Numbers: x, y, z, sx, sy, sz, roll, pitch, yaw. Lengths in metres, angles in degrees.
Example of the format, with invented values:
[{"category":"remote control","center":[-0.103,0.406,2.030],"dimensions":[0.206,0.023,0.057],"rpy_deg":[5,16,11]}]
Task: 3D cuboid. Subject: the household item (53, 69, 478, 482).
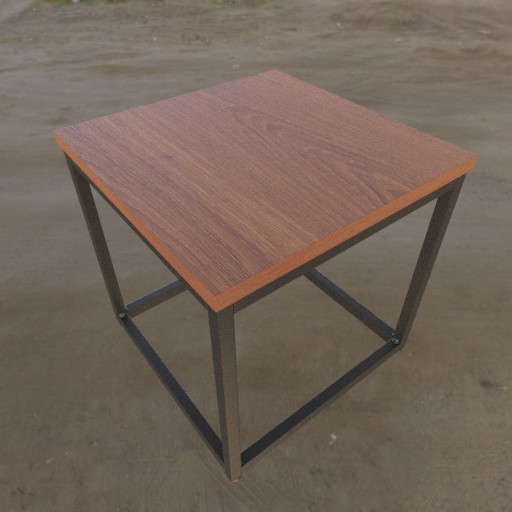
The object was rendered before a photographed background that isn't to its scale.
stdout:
[{"category":"household item","center":[0.000,0.000,0.718],"dimensions":[0.400,0.400,0.400],"rpy_deg":[-27,48,-27]}]
